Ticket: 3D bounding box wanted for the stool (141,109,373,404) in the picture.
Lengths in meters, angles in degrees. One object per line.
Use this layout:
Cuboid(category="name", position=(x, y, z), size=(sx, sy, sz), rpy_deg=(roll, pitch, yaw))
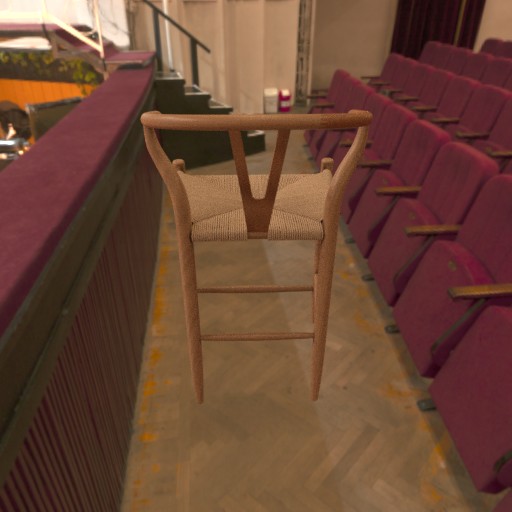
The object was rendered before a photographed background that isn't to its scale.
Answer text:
Cuboid(category="stool", position=(0.000, 0.000, 1.293), size=(0.536, 0.923, 0.575), rpy_deg=(-1, 30, -2))
